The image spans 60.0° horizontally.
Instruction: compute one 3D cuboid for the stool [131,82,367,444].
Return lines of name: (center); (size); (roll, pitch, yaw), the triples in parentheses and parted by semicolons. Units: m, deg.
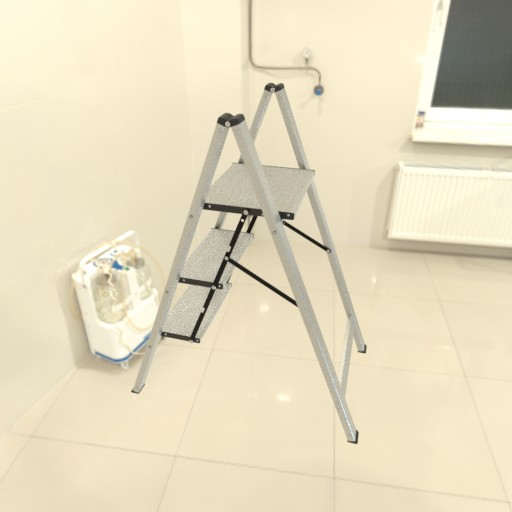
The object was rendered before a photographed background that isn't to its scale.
stool: (0.000, 0.000, 1.316); (0.730, 0.902, 0.441); (8, 31, 13)
